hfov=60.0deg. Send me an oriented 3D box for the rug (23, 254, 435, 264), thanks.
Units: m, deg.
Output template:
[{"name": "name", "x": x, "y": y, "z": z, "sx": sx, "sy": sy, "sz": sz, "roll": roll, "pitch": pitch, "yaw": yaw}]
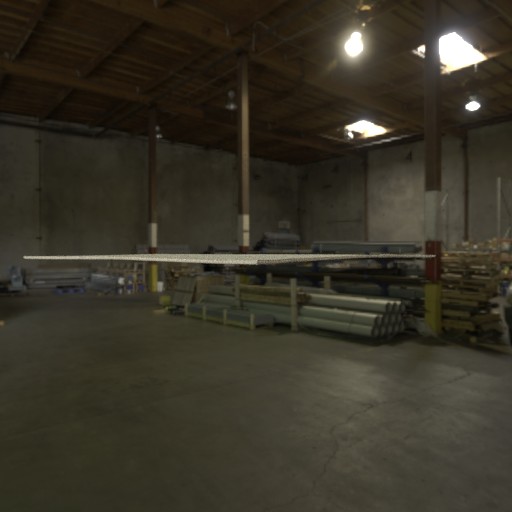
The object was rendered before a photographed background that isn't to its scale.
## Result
[{"name": "rug", "x": 0.000, "y": 0.000, "z": 4.780, "sx": 2.757, "sy": 0.051, "sz": 3.626, "roll": 0, "pitch": 1, "yaw": 37}]
